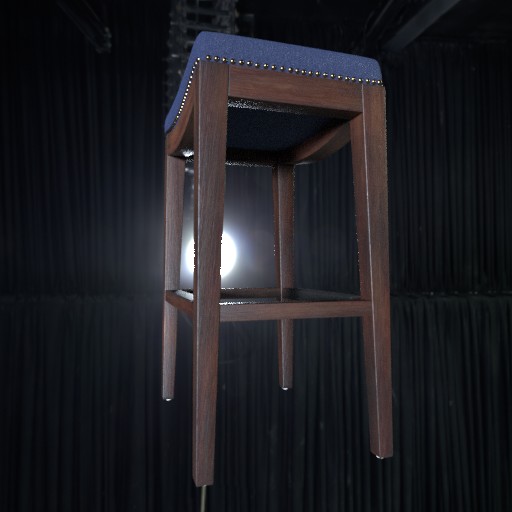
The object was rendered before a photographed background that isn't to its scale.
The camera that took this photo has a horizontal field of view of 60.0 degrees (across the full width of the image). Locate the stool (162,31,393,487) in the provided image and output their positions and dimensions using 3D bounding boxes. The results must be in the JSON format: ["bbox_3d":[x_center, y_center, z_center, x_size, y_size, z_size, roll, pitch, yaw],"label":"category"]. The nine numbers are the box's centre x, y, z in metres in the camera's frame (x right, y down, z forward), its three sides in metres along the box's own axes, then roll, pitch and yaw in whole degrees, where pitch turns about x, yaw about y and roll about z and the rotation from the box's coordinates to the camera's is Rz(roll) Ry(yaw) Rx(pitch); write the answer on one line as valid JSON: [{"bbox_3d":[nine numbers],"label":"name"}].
[{"bbox_3d":[0.000,0.000,0.986,0.358,0.740,0.498,0,-1,-18],"label":"stool"}]
